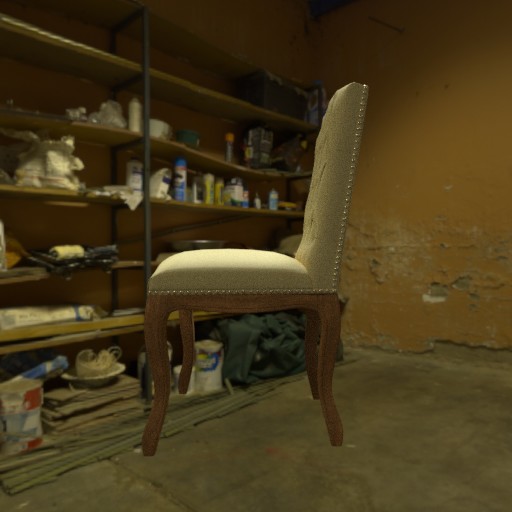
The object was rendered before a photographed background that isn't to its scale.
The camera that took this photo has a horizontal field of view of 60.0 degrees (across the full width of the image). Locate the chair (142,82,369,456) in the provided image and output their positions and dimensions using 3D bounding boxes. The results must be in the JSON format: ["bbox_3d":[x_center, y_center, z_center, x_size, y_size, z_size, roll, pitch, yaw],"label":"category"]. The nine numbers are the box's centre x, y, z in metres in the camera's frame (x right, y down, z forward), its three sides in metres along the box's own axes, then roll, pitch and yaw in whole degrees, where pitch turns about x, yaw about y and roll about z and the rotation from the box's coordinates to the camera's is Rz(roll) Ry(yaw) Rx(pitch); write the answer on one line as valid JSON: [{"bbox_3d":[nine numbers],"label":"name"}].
[{"bbox_3d":[0.000,0.000,1.594,0.715,1.165,0.623,0,0,0],"label":"chair"}]
